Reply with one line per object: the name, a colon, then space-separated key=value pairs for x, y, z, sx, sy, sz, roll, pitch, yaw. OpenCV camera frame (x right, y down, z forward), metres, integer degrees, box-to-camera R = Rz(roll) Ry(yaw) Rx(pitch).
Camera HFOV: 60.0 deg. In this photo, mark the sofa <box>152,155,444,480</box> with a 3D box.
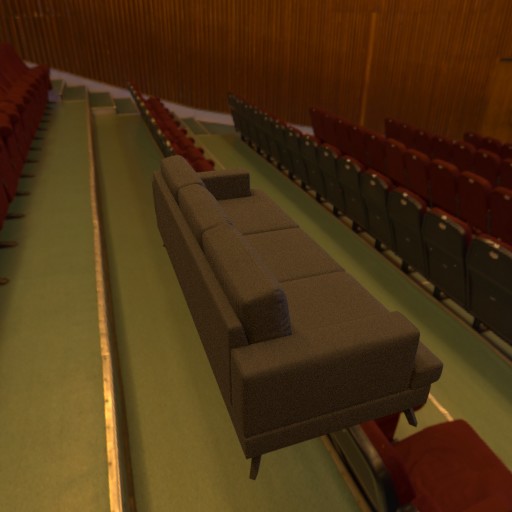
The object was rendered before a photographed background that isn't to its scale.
sofa: x=0.000 y=0.000 z=2.706 sx=0.920 sy=0.810 sz=2.310 roll=-10 pitch=30 yaw=-17
